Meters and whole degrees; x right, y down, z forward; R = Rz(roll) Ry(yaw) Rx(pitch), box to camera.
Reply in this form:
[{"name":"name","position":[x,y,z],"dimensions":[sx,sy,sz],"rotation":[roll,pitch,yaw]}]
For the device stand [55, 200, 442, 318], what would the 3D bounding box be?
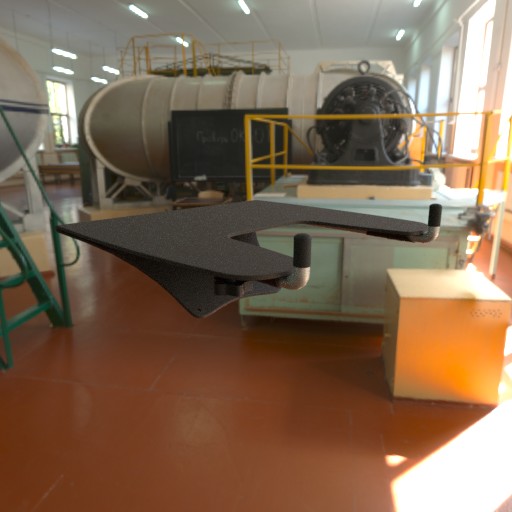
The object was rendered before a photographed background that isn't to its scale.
[{"name":"device stand","position":[0.000,0.000,0.362],"dimensions":[0.230,0.092,0.230],"rotation":[14,20,43]}]
